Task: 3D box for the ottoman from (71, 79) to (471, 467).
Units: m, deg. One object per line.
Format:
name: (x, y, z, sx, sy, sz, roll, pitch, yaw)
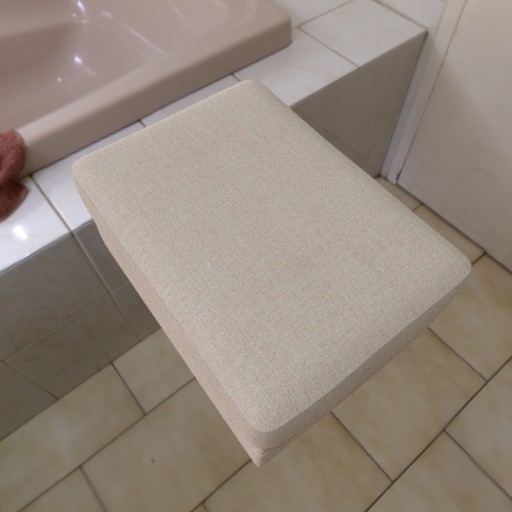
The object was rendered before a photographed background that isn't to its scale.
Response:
ottoman: (0.000, 0.000, 1.239, 0.637, 0.478, 0.885, -32, 63, -19)
